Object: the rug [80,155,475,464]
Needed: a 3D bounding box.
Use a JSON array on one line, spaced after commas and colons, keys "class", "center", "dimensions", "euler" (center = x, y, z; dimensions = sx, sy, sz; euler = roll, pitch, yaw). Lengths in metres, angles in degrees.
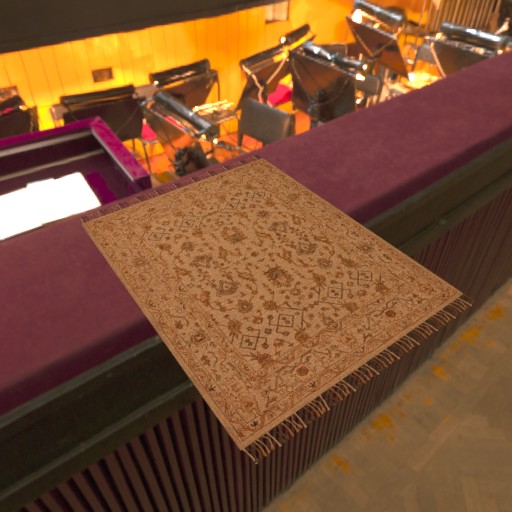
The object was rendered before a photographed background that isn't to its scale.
[{"class": "rug", "center": [0.000, 0.000, 2.294], "dimensions": [1.278, 0.009, 1.726], "euler": [-26, 47, -26]}]
